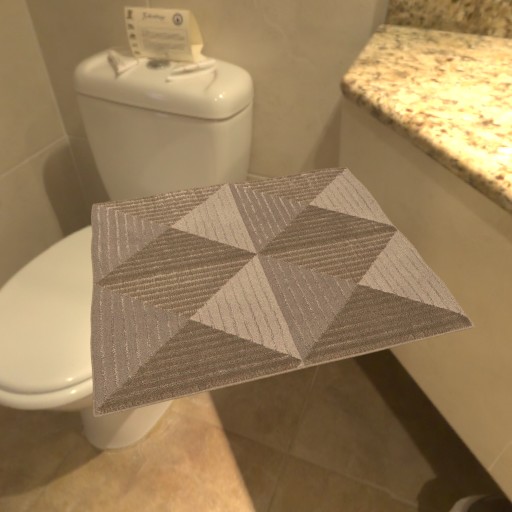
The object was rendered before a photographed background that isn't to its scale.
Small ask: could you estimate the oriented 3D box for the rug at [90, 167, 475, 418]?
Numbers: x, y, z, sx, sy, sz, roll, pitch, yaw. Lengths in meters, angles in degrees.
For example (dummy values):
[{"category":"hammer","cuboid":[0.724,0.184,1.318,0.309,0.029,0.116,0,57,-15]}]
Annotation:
[{"category":"rug","cuboid":[0.000,0.000,0.894,0.642,0.008,0.551,-10,43,-11]}]
